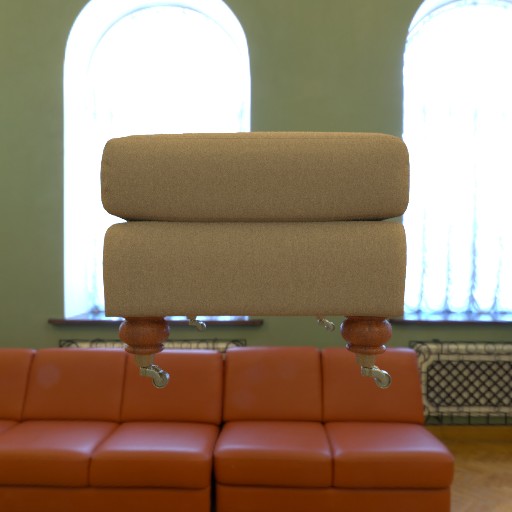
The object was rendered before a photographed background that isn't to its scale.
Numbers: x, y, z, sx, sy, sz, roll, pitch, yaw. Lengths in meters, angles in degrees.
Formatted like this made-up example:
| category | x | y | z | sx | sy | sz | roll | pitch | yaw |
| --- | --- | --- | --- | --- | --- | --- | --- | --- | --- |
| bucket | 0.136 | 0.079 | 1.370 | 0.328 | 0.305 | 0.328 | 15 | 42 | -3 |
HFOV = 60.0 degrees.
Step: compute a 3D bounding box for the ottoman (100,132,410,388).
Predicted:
| category | x | y | z | sx | sy | sz | roll | pitch | yaw |
| --- | --- | --- | --- | --- | --- | --- | --- | --- | --- |
| ottoman | 0.000 | 0.000 | 1.151 | 0.574 | 0.497 | 0.773 | 0 | 0 | 0 |
